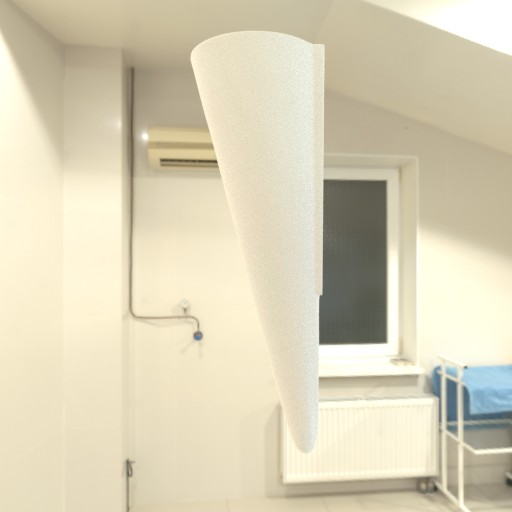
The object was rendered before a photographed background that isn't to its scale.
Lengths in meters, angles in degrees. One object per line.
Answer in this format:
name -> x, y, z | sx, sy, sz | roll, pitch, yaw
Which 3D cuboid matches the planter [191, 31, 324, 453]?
planter -> 0.000, 0.000, 0.218 | 0.064, 0.193, 0.057 | 0, 0, 0
